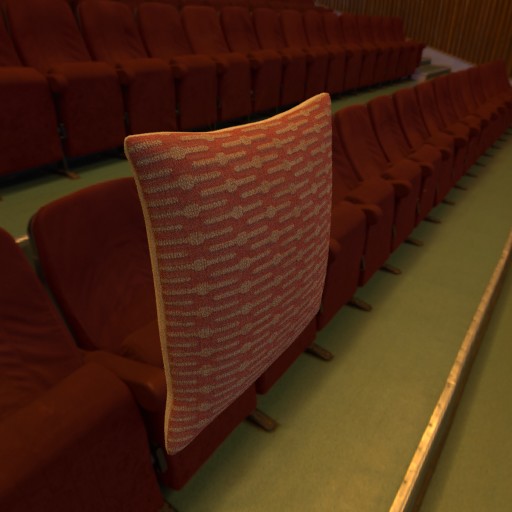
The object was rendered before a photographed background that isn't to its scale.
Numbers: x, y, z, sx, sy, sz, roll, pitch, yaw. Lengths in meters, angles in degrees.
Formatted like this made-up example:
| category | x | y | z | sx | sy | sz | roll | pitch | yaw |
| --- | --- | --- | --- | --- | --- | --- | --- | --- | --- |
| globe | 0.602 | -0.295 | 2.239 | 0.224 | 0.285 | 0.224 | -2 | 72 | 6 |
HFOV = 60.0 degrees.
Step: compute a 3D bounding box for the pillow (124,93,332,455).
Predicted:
| category | x | y | z | sx | sy | sz | roll | pitch | yaw |
| --- | --- | --- | --- | --- | --- | --- | --- | --- | --- |
| pillow | 0.000 | 0.000 | 0.786 | 0.182 | 0.503 | 0.511 | 17 | 32 | 30 |
